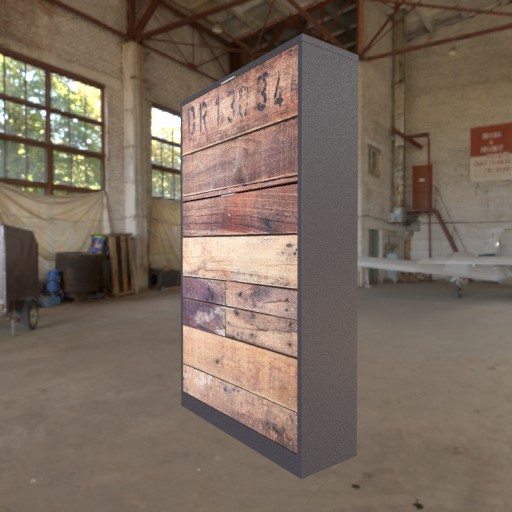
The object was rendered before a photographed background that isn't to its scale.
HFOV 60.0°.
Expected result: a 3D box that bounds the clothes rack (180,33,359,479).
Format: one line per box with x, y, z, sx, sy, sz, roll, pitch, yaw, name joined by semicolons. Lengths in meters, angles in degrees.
0.000;0.000;1.641;0.250;1.280;0.750;-1;1;-37;clothes rack
